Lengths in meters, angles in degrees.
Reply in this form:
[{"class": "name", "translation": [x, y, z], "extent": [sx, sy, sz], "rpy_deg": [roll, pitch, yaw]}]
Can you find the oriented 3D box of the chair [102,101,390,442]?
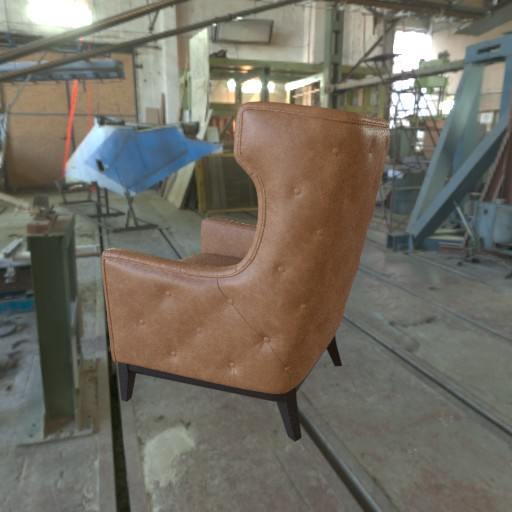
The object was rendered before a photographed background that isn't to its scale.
[{"class": "chair", "translation": [0.000, 0.000, 1.715], "extent": [0.899, 1.079, 0.766], "rpy_deg": [7, 16, 24]}]
